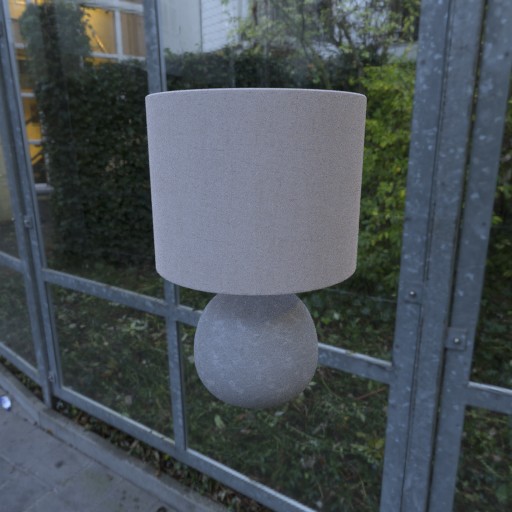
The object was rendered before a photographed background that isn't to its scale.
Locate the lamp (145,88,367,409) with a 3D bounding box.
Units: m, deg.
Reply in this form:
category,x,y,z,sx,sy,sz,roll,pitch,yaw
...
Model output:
category,x,y,z,sx,sy,sz,roll,pitch,yaw
lamp,0.000,0.000,0.608,0.269,0.409,0.269,-15,21,-42
